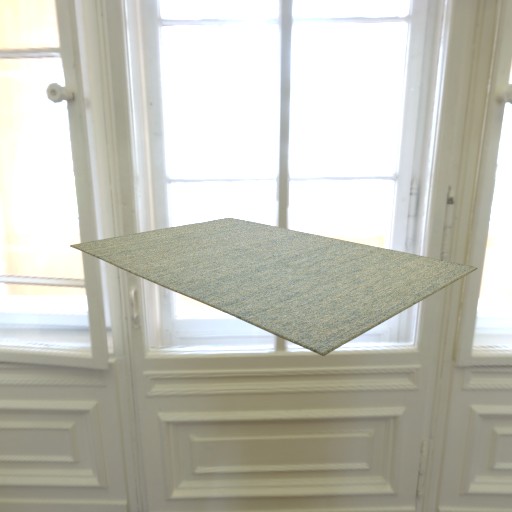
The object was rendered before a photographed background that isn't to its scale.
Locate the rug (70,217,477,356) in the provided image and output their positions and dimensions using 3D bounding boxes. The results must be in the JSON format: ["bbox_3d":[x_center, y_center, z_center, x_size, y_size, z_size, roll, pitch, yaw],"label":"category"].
[{"bbox_3d":[0.000,0.000,2.955,1.547,0.013,2.283,-15,22,-43],"label":"rug"}]
